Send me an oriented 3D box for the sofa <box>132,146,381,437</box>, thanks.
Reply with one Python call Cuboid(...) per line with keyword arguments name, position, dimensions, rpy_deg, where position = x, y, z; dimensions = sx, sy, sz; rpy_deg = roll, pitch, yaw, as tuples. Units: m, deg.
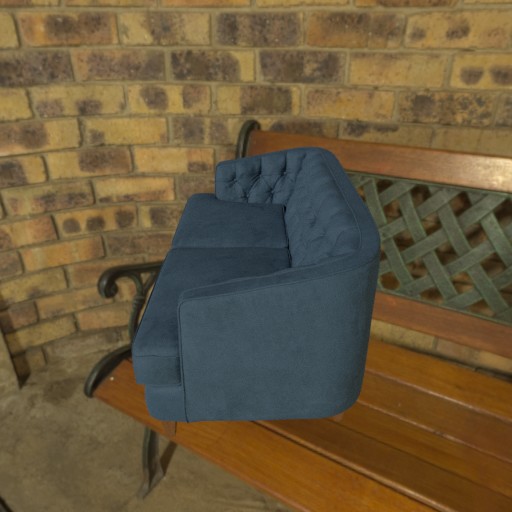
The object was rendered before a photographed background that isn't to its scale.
Cuboid(name="sofa", position=(0.000, 0.000, 2.356), dimensions=(0.941, 0.854, 1.733), rpy_deg=(0, 27, 0))
